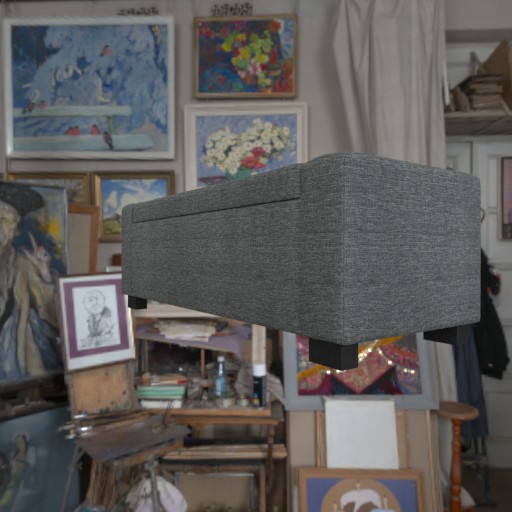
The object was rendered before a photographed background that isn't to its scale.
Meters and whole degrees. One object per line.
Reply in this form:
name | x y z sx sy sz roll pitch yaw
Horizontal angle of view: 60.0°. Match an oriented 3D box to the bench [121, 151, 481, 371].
bench | 0.000 0.000 1.514 0.508 0.445 1.296 0 1 -35
